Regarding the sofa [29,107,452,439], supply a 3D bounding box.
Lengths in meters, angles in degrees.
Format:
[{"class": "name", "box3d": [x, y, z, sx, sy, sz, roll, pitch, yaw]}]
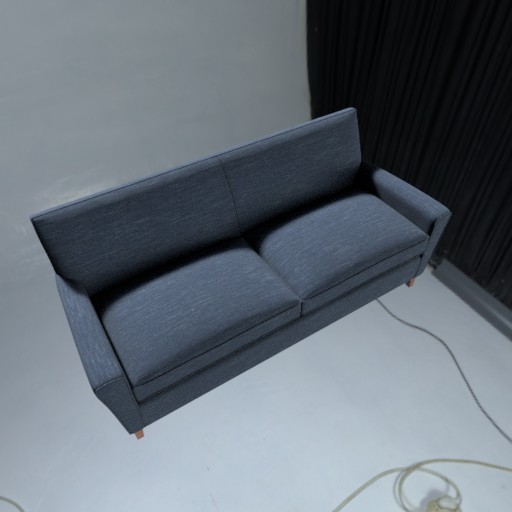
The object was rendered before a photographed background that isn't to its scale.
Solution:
[{"class": "sofa", "box3d": [0.000, 0.000, 2.408, 1.976, 0.846, 0.875, -24, 51, -21]}]
